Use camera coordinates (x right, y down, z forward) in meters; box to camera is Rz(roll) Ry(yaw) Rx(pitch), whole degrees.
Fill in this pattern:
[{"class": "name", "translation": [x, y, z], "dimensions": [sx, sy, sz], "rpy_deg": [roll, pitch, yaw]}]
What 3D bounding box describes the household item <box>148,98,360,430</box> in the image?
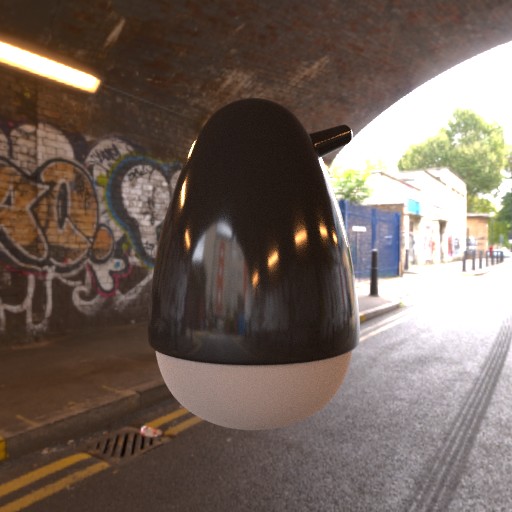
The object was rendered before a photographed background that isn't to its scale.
[{"class": "household item", "translation": [0.000, 0.000, 0.219], "dimensions": [0.104, 0.152, 0.102], "rpy_deg": [0, 1, -17]}]
